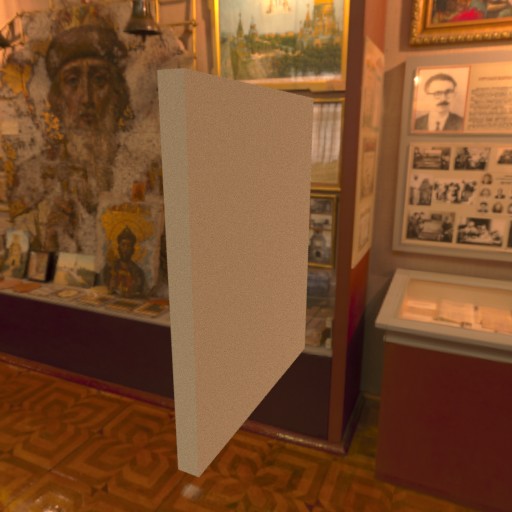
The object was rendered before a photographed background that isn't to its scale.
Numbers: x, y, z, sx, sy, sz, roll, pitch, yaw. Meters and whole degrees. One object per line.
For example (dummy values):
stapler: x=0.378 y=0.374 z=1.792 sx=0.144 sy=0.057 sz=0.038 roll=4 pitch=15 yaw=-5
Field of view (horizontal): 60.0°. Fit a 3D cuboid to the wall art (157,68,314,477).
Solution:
wall art: x=0.000 y=0.000 z=0.776 sx=0.039 sy=0.553 sz=0.451 roll=7 pitch=17 yaw=25
